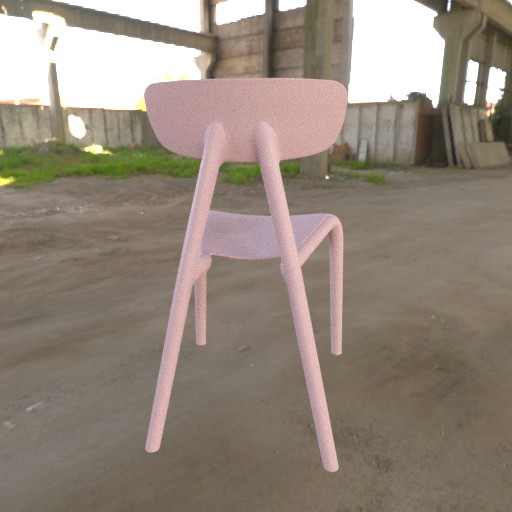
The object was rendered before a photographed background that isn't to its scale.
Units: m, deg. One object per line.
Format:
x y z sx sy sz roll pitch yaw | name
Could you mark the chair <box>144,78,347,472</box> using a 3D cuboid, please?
0.000 0.000 0.822 0.356 0.580 0.401 2 16 8 | chair
